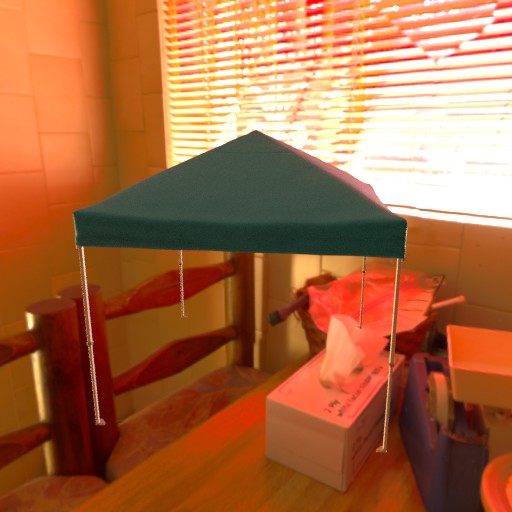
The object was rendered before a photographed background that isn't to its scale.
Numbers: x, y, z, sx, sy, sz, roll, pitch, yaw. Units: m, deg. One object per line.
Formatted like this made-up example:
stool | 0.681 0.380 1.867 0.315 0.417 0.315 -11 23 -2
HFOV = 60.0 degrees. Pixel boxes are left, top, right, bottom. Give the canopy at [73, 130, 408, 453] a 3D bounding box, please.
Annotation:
canopy | 0.000 0.000 5.468 2.996 2.997 2.998 2 15 8
